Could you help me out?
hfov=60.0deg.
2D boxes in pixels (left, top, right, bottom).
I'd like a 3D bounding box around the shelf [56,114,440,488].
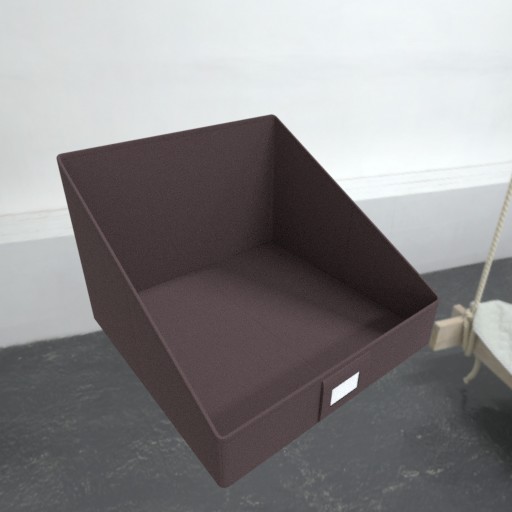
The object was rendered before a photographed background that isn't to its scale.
[{"bbox_3d":[0.000,0.000,0.482,0.292,0.210,0.292,-22,37,-32],"label":"shelf"}]
